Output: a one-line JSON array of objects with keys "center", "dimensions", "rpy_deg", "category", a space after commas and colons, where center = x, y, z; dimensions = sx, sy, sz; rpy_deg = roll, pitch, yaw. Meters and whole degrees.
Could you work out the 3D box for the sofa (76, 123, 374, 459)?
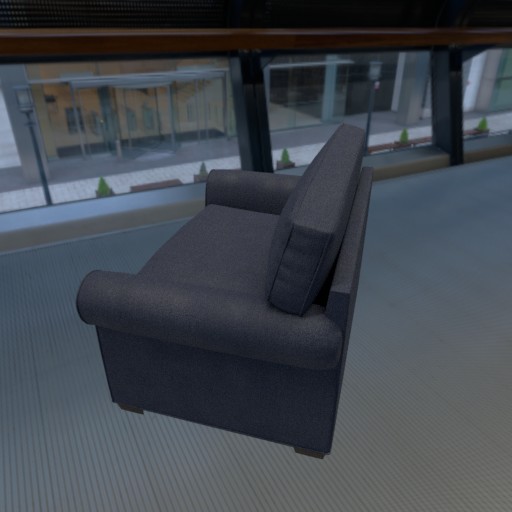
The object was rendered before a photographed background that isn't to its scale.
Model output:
[{"center": [0.000, 0.000, 2.060], "dimensions": [0.938, 1.004, 1.405], "rpy_deg": [8, 30, 14], "category": "sofa"}]
